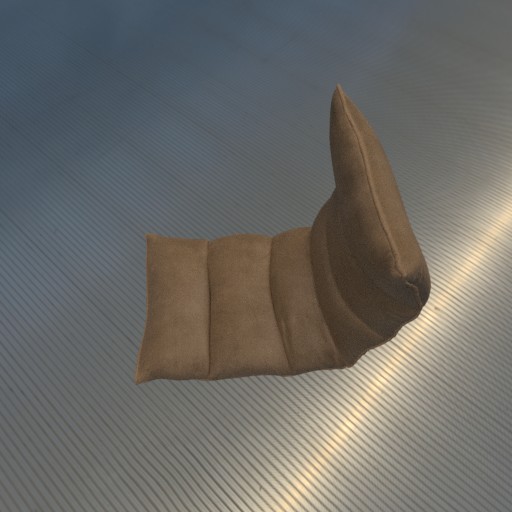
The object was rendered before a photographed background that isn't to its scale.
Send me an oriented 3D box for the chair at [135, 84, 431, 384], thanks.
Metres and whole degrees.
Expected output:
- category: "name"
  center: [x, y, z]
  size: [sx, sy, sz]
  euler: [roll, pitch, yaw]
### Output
- category: "chair"
  center: [0.000, 0.000, 1.593]
  size: [0.985, 0.892, 0.714]
  euler: [-3, 58, -2]
